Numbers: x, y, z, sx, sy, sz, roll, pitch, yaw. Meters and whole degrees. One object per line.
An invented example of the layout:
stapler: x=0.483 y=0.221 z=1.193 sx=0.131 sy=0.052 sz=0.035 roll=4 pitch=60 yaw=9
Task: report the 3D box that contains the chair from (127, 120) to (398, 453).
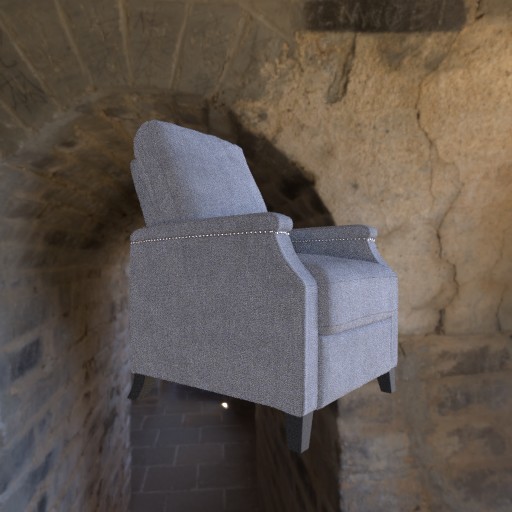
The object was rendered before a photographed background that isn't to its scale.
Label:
chair: x=0.000 y=0.000 z=1.697 sx=0.922 sy=1.049 sz=0.710 roll=0 pitch=0 yaw=38
